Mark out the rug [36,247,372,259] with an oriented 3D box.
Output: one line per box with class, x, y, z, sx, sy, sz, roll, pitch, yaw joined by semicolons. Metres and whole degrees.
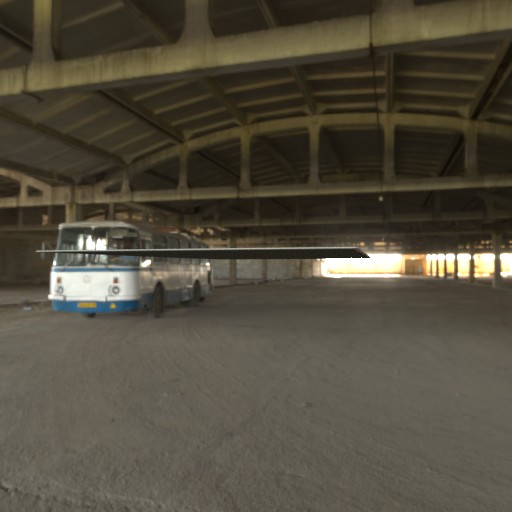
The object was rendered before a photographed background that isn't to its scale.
rug;0.000;0.000;3.098;1.523;0.008;2.438;0;-1;16
